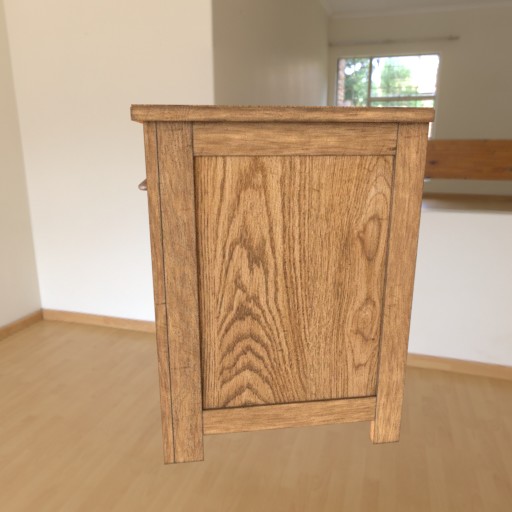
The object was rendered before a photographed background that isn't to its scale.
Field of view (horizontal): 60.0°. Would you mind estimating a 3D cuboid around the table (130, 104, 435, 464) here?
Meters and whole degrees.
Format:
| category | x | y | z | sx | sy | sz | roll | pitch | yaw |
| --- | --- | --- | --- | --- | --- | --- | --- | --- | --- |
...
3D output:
| category | x | y | z | sx | sy | sz | roll | pitch | yaw |
| --- | --- | --- | --- | --- | --- | --- | --- | --- | --- |
| table | 0.000 | 0.000 | 1.034 | 0.494 | 0.625 | 0.601 | -2 | 15 | -8 |
